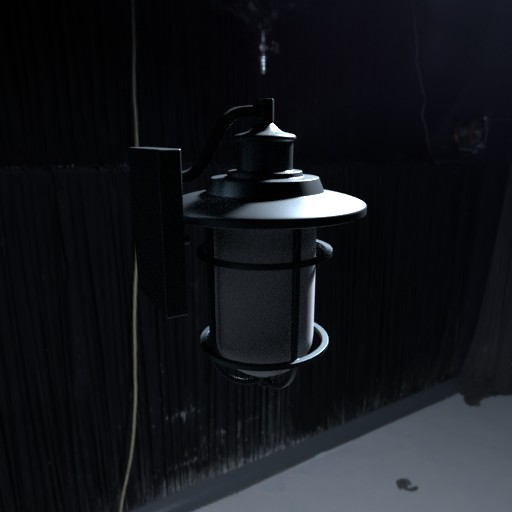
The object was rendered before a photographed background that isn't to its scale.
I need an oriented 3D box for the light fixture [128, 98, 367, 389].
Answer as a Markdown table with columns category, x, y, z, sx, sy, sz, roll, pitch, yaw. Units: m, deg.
| category | x | y | z | sx | sy | sz | roll | pitch | yaw |
| --- | --- | --- | --- | --- | --- | --- | --- | --- | --- |
| light fixture | 0.000 | 0.000 | 0.514 | 0.252 | 0.345 | 0.222 | -8 | 17 | -28 |
